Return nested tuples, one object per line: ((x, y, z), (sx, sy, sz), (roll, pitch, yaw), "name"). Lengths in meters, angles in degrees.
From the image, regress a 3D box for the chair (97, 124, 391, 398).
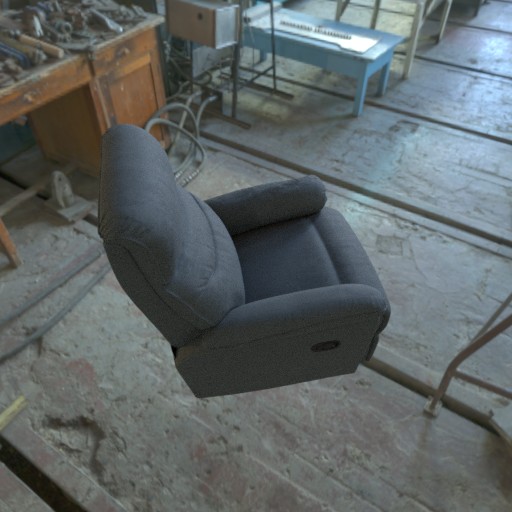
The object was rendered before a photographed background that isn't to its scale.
((0.000, 0.000, 1.800), (1.004, 1.037, 0.820), (-9, 47, -9), "chair")
